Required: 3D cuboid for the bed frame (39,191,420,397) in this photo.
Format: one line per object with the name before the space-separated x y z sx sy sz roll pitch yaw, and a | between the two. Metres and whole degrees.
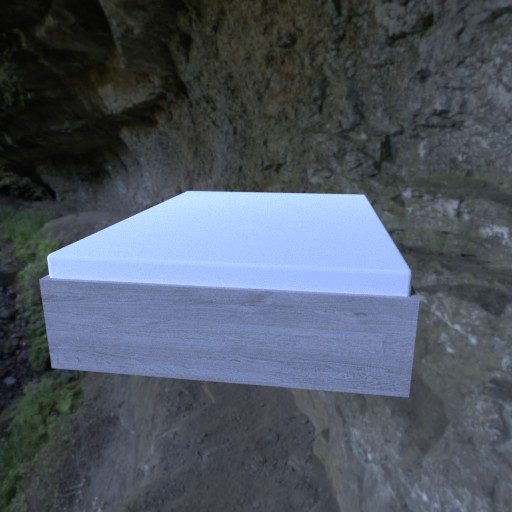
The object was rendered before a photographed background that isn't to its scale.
bed frame | 0.000 0.000 2.619 1.448 0.490 1.944 2 16 8
